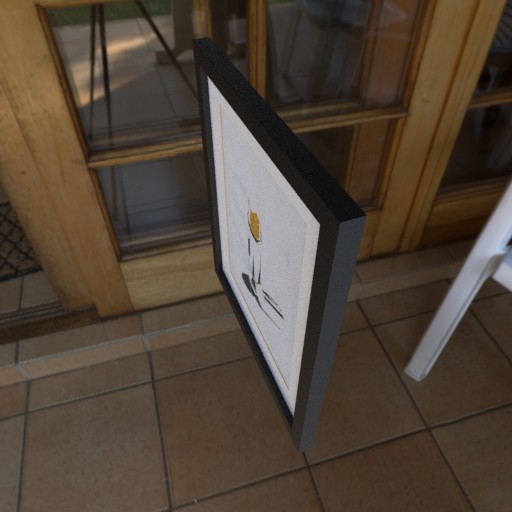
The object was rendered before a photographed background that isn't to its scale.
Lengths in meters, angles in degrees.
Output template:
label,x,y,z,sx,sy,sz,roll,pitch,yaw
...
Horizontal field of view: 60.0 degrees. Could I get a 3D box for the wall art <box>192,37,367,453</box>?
label,x,y,z,sx,sy,sz,roll,pitch,yaw
wall art,0.000,0.000,0.523,0.019,0.381,0.330,-16,48,-15
